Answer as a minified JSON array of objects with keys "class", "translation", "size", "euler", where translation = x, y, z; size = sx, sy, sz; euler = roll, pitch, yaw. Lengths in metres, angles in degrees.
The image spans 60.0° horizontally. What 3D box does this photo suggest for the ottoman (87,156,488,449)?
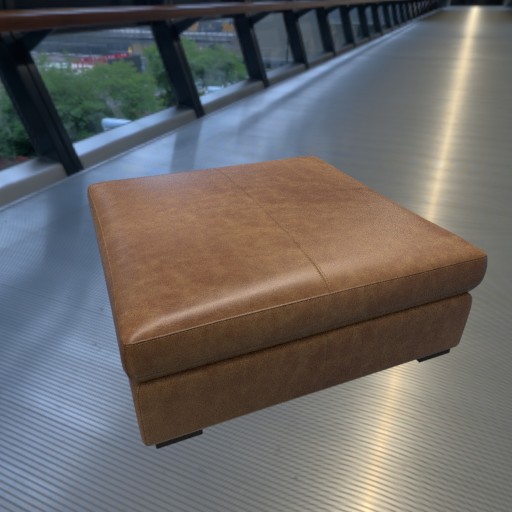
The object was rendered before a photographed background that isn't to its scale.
[{"class":"ottoman","translation":[0.000,0.000,1.785],"size":[1.168,0.483,1.169],"euler":[-11,31,-19]}]
